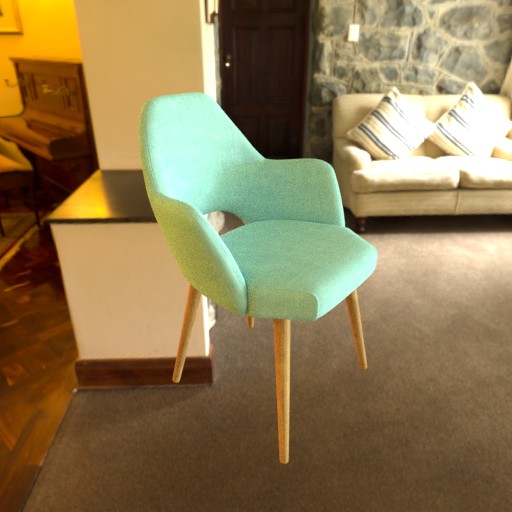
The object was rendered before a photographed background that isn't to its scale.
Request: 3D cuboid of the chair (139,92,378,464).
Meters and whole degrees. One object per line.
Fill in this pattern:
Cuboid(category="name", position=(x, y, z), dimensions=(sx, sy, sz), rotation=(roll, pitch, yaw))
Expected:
Cuboid(category="chair", position=(0.000, 0.000, 1.268), dimensions=(0.610, 0.840, 0.590), rotation=(19, 32, 34))
